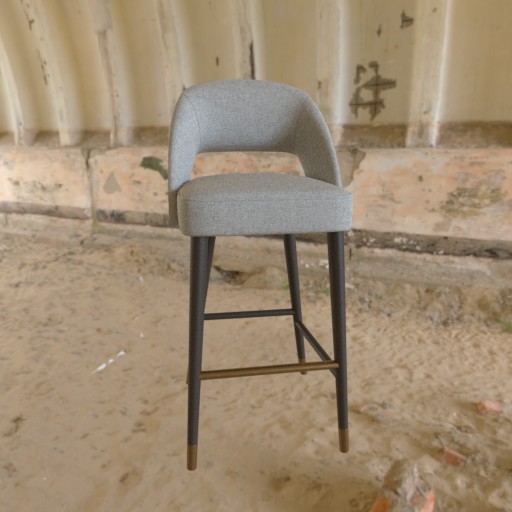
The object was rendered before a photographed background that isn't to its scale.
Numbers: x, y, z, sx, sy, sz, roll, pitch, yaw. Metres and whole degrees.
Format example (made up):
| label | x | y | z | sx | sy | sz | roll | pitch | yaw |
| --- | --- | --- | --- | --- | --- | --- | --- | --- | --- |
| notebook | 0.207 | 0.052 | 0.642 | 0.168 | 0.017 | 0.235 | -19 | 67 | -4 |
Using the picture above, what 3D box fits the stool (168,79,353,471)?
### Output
| label | x | y | z | sx | sy | sz | roll | pitch | yaw |
| --- | --- | --- | --- | --- | --- | --- | --- | --- | --- |
| stool | 0.000 | 0.000 | 1.319 | 0.494 | 1.037 | 0.509 | -2 | 15 | -9 |
